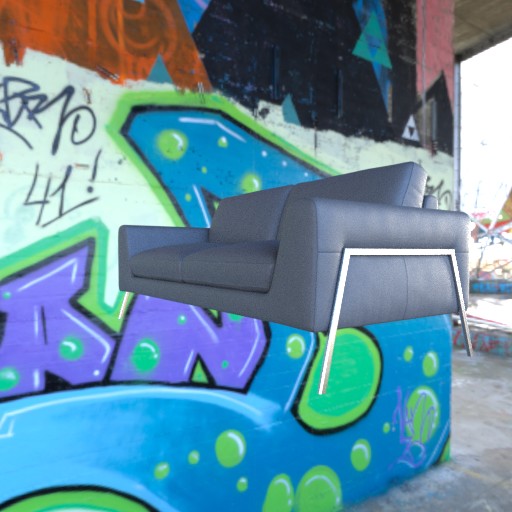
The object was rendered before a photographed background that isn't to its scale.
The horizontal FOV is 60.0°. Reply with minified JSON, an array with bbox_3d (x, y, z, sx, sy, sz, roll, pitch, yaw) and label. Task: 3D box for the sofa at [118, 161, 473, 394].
[{"bbox_3d":[0.000,0.000,2.510,0.953,0.875,2.017,0,1,-35],"label":"sofa"}]
